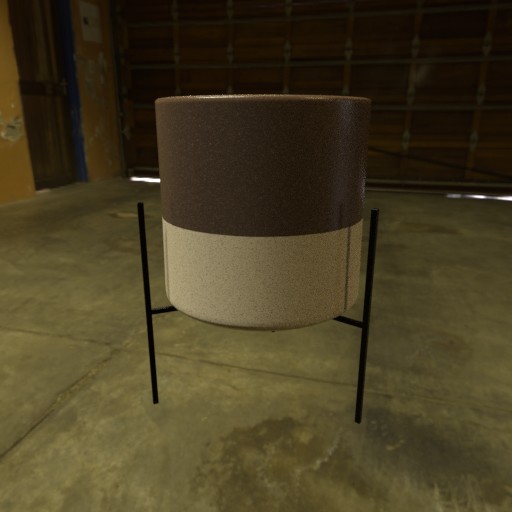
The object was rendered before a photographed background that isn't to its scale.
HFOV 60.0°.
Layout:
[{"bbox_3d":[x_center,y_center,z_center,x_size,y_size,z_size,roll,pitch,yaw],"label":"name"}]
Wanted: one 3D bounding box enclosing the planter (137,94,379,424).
[{"bbox_3d":[0.000,0.000,0.528,0.260,0.353,0.250,-9,20,-27],"label":"planter"}]
